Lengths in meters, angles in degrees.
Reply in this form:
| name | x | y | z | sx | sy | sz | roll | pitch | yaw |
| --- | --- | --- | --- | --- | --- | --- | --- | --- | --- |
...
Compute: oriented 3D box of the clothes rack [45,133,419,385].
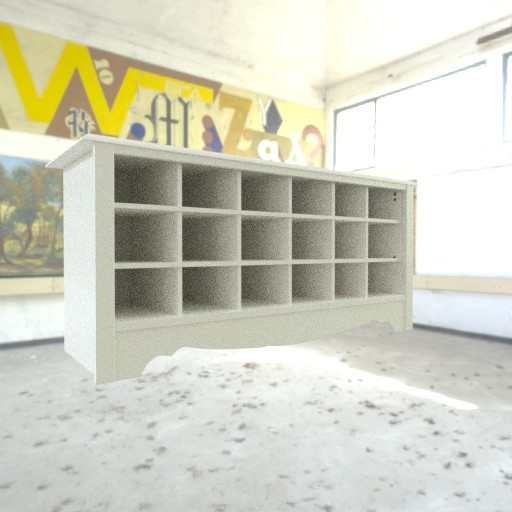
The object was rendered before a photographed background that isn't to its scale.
| name | x | y | z | sx | sy | sz | roll | pitch | yaw |
| --- | --- | --- | --- | --- | --- | --- | --- | --- | --- |
| clothes rack | 0.000 | 0.000 | 1.482 | 1.218 | 0.558 | 0.405 | -1 | 1 | -36 |
